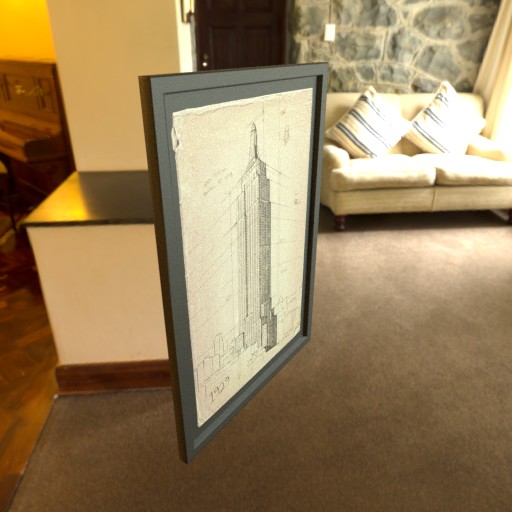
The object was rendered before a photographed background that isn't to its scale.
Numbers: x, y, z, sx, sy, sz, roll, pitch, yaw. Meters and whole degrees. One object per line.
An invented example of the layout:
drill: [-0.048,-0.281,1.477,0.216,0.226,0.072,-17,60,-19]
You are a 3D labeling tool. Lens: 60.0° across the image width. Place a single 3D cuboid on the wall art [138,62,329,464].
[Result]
wall art: [0.000,0.000,0.551,0.013,0.431,0.303,17,31,31]
